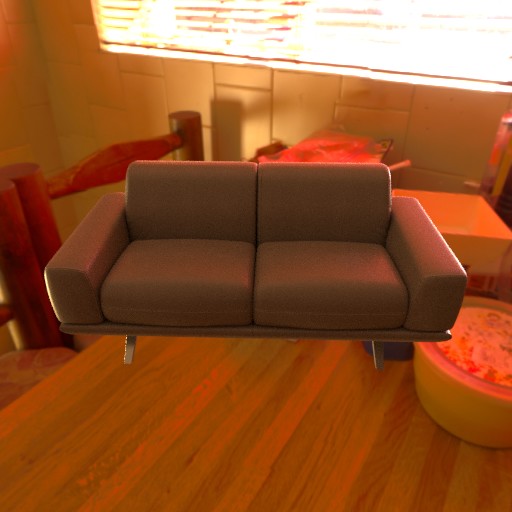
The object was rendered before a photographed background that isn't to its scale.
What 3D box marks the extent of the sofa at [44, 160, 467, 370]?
[{"bbox_3d":[0.000,0.000,2.385,1.901,0.772,0.900,1,31,2],"label":"sofa"}]
